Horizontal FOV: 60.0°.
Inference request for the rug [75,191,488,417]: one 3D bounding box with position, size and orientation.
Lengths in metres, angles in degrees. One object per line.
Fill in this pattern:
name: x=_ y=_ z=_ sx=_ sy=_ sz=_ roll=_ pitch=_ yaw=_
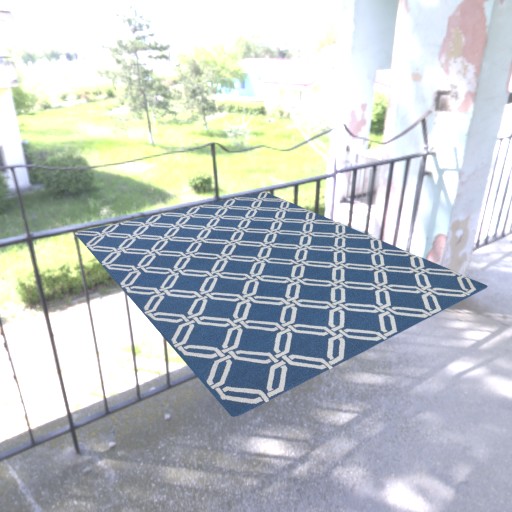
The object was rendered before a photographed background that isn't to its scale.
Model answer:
rug: x=0.000 y=0.000 z=3.793 sx=2.277 sy=0.020 sz=2.867 roll=-17 pitch=30 yaw=-31
